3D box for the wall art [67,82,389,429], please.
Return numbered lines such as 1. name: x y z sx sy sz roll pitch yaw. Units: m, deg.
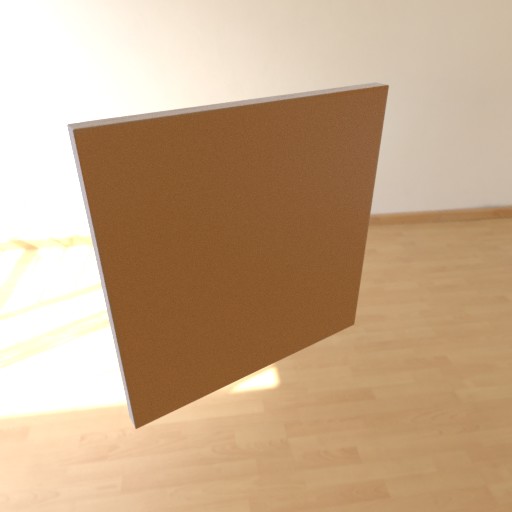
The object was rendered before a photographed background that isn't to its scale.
1. wall art: 0.000 0.000 1.912 1.287 1.288 0.078 -18 35 -28
